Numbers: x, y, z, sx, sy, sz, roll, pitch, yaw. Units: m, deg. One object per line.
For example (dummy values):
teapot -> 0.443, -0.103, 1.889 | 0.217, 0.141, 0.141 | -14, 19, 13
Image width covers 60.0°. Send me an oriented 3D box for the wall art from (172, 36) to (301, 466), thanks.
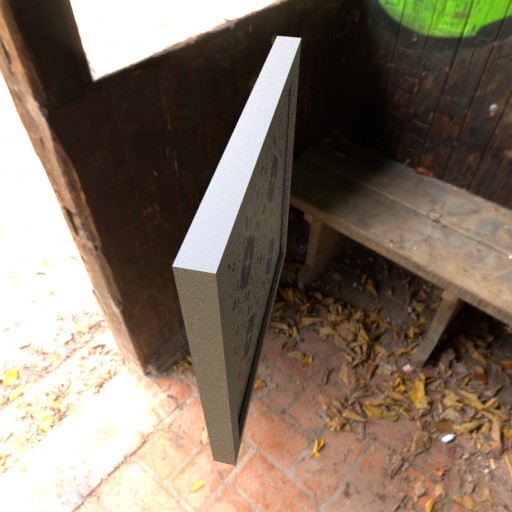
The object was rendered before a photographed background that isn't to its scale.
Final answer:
wall art -> 0.000, 0.000, 0.515 | 0.027, 0.355, 0.355 | 9, 48, 8
